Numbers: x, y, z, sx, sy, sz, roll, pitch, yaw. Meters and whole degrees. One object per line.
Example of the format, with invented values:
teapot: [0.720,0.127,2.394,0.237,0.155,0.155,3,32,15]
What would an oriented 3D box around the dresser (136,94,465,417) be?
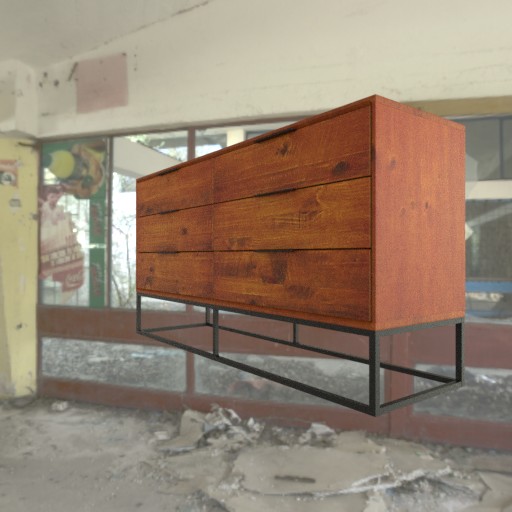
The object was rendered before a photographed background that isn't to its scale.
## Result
dresser: [0.000,0.000,1.846,0.464,0.810,1.536,0,0,-37]
